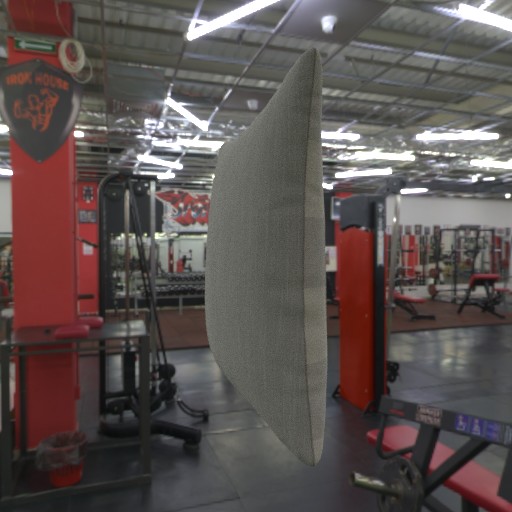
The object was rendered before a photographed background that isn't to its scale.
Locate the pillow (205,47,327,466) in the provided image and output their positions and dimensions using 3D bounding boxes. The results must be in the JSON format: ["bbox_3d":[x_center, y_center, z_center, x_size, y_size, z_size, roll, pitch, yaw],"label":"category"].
[{"bbox_3d":[0.000,0.000,0.777,0.161,0.509,0.511,0,1,-16],"label":"pillow"}]
